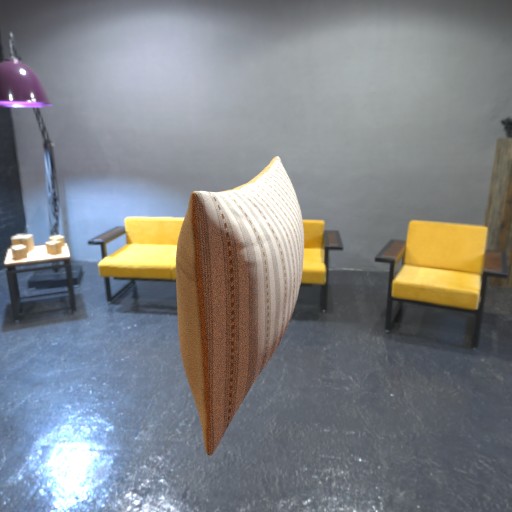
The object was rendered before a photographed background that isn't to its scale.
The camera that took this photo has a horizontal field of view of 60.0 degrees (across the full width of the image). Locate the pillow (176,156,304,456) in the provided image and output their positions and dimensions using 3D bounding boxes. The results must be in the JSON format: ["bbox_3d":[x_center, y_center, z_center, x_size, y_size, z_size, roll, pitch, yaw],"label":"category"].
[{"bbox_3d":[0.000,0.000,0.735,0.151,0.291,0.608,3,16,10],"label":"pillow"}]
